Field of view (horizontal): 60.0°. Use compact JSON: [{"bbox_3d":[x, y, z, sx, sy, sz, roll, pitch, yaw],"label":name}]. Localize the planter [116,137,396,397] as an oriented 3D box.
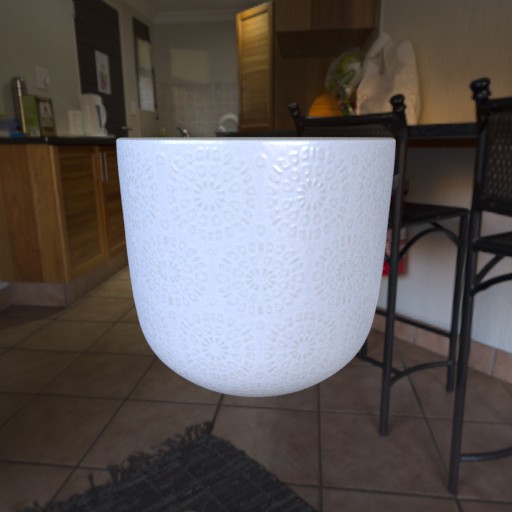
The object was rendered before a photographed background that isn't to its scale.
[{"bbox_3d":[0.000,0.000,0.369,0.208,0.190,0.208,0,15,0],"label":"planter"}]
